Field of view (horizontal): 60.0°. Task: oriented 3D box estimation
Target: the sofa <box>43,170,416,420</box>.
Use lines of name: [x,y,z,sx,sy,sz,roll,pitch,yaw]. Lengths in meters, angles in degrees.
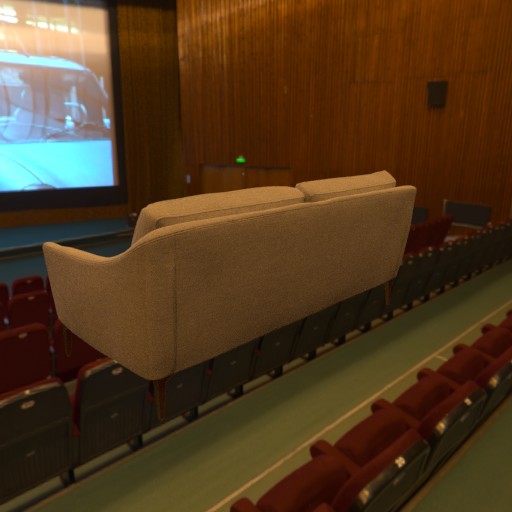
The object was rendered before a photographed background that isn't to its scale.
sofa: [0.000,0.000,2.570,2.036,0.913,0.980,-15,22,-42]
